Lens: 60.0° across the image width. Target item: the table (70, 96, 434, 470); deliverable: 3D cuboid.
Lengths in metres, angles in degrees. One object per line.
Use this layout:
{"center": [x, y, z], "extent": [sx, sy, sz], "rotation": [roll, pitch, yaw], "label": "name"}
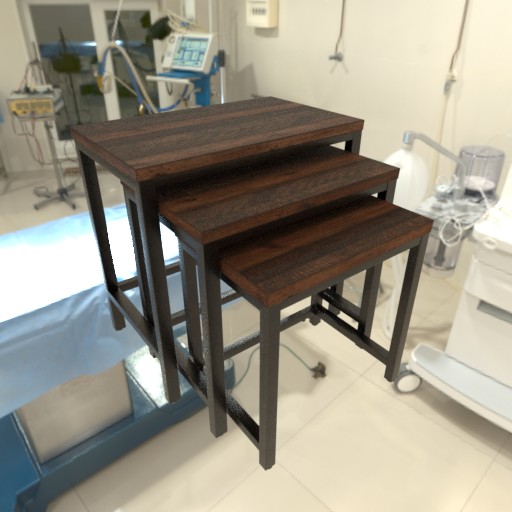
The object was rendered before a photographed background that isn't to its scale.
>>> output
{"center": [0.000, 0.000, 1.134], "extent": [0.608, 0.616, 0.660], "rotation": [-21, 36, -31], "label": "table"}
